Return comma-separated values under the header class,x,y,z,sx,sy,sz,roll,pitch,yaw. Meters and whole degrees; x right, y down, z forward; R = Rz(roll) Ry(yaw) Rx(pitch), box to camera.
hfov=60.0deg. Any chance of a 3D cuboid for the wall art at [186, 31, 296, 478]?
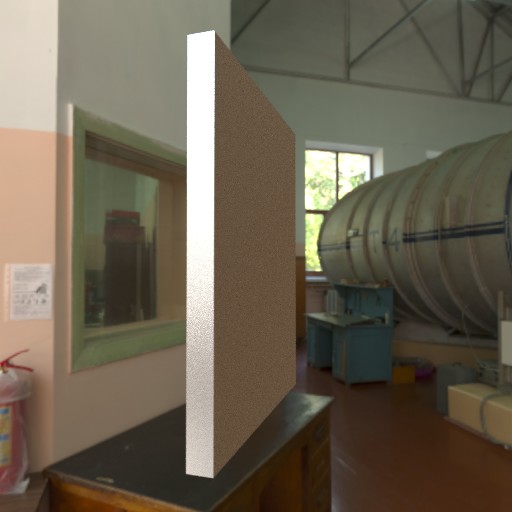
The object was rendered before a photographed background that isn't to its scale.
class,x,y,z,sx,sy,sz,roll,pitch,yaw
wall art,0.000,0.000,0.765,0.038,0.549,0.452,0,-1,18
